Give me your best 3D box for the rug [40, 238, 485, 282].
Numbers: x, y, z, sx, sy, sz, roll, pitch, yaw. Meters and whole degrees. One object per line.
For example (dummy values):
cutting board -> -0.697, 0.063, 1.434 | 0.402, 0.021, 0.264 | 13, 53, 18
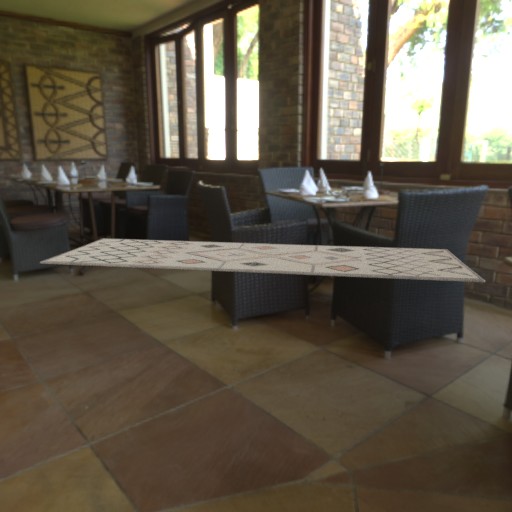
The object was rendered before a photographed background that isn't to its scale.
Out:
rug -> 0.000, 0.000, 2.751 | 2.435, 0.011, 0.750 | 2, 13, 9
